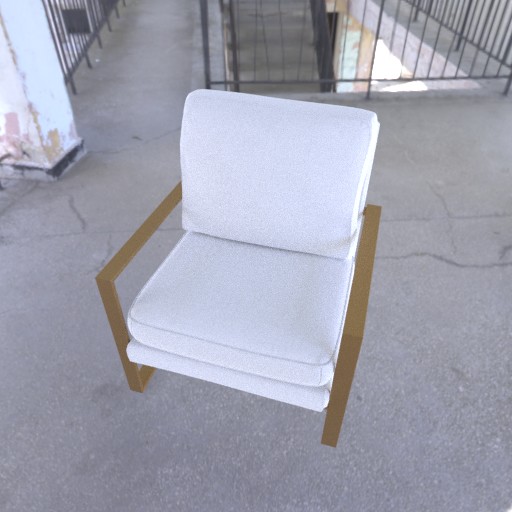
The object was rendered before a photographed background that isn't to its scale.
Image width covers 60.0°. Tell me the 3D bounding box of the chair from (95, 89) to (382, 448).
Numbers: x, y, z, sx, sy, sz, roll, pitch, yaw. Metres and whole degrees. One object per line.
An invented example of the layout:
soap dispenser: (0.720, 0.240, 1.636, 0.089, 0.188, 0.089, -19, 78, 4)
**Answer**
chair: (0.000, 0.000, 1.585, 0.805, 0.966, 0.813, 11, 42, 12)
